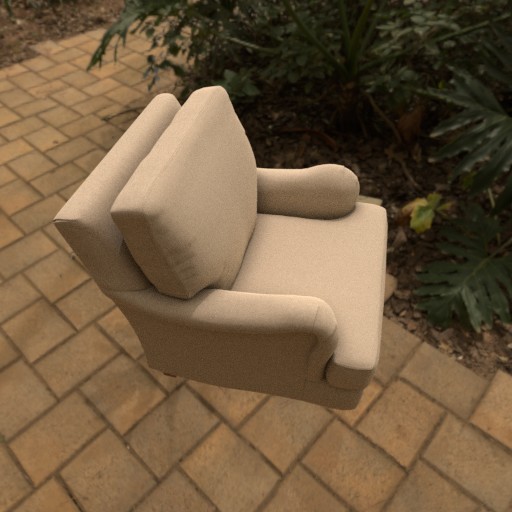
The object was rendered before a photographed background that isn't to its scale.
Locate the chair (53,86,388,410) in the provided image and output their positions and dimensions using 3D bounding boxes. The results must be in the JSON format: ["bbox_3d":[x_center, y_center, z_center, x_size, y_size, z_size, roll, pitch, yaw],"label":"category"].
[{"bbox_3d":[0.000,0.000,1.844,1.078,1.076,0.895,10,48,9],"label":"chair"}]
